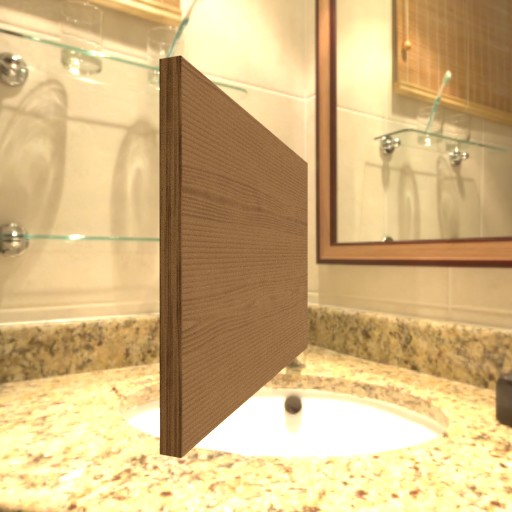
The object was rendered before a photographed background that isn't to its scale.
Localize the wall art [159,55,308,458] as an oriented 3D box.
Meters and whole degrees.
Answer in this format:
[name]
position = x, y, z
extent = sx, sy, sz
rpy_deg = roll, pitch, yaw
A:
[wall art]
position = 0.000, 0.000, 1.077
extent = 0.063, 0.609, 0.841
rpy_deg = 0, 0, 20
